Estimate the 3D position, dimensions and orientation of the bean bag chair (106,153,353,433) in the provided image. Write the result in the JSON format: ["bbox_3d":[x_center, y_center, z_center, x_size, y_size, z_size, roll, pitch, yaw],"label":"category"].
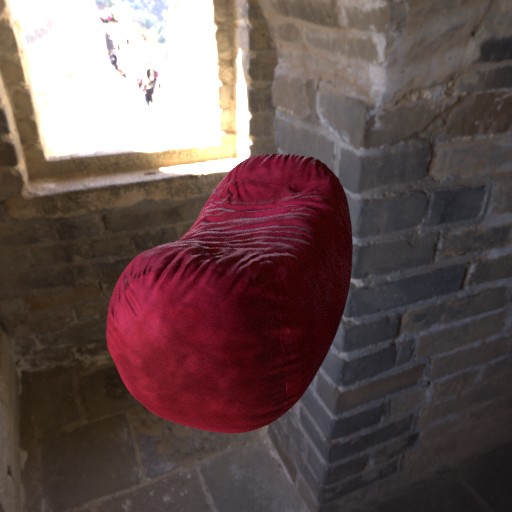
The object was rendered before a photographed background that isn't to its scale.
[{"bbox_3d":[0.000,0.000,2.838,1.216,0.867,2.293,9,32,15],"label":"bean bag chair"}]
